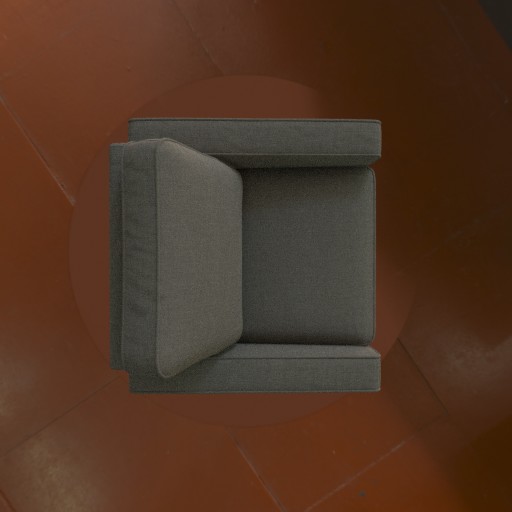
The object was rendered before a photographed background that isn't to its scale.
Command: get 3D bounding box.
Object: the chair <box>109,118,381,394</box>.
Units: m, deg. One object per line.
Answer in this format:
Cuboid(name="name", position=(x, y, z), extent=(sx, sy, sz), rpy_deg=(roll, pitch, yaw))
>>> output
Cuboid(name="chair", position=(0.000, 0.000, 1.703), extent=(0.940, 0.919, 1.017), rpy_deg=(0, 91, -1))
